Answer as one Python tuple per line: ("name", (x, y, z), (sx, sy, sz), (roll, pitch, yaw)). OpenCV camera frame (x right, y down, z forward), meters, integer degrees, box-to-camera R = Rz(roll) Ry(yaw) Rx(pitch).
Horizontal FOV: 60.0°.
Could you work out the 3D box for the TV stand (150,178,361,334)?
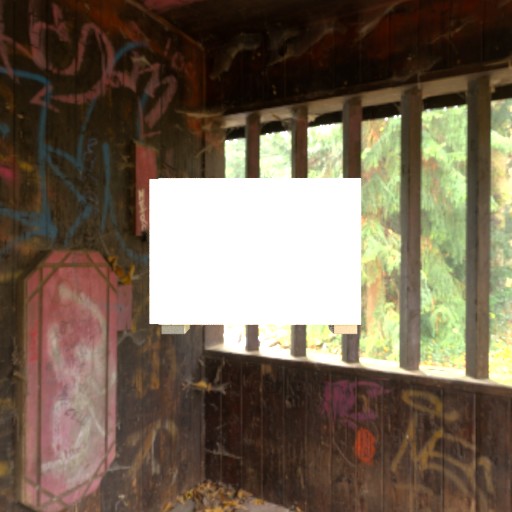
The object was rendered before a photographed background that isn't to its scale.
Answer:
("TV stand", (0.000, 0.000, 1.580), (0.420, 0.310, 1.400), (0, 0, 0))
